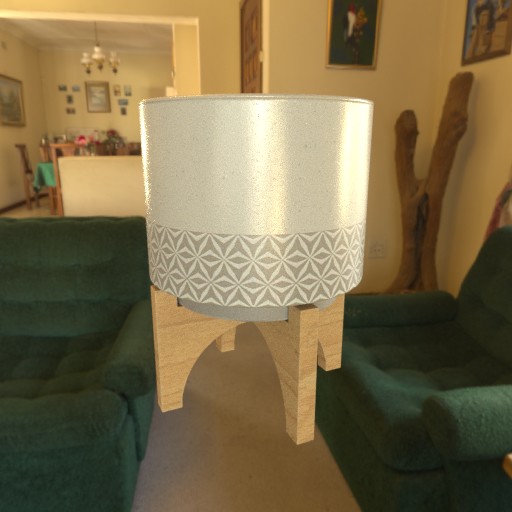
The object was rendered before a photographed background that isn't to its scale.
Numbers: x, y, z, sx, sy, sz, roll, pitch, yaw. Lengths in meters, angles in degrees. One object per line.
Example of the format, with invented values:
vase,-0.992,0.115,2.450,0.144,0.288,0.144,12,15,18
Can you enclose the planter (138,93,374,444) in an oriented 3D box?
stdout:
planter,0.000,0.000,0.527,0.249,0.343,0.249,0,15,0
